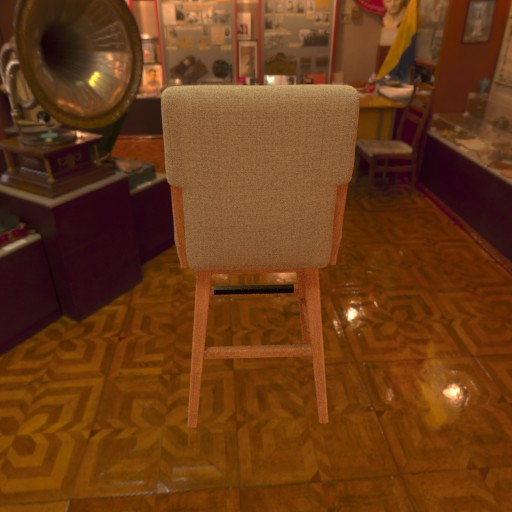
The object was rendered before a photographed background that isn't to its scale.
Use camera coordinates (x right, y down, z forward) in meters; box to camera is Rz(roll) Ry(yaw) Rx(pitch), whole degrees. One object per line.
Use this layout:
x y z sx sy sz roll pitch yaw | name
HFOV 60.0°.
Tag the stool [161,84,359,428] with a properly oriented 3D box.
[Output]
0.000 0.000 1.423 0.483 1.106 0.569 -1 29 -2 | stool
